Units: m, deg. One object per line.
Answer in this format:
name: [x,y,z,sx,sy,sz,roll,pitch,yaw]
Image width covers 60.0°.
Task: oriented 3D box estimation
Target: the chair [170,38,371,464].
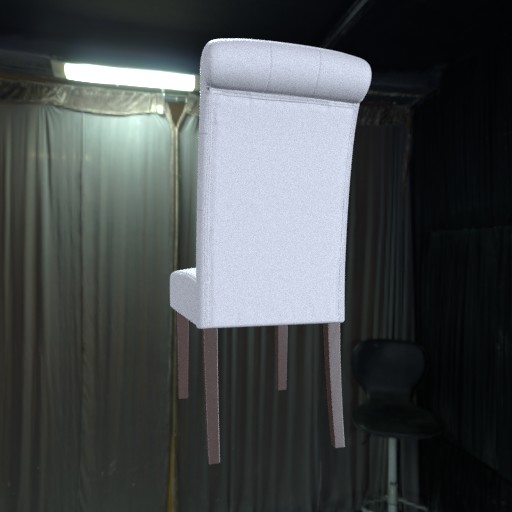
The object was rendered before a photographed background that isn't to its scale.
chair: [0.000,0.000,1.334,0.456,1.006,0.671,0,0,-16]
